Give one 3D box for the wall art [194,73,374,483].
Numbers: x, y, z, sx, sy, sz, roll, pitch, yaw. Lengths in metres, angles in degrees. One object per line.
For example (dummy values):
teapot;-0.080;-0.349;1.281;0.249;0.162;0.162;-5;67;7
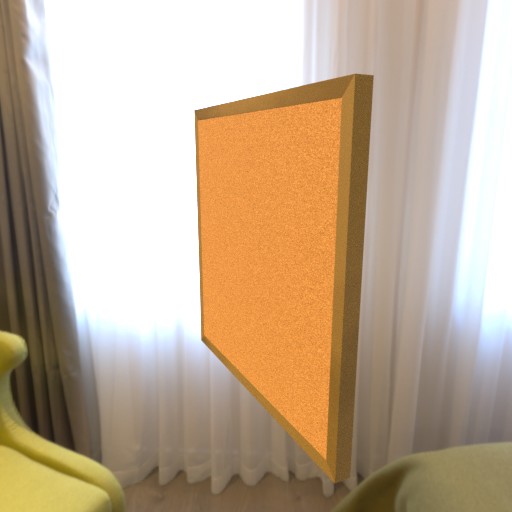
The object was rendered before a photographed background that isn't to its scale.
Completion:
wall art;0.000;0.000;1.128;0.038;0.762;0.762;-7;15;-26
